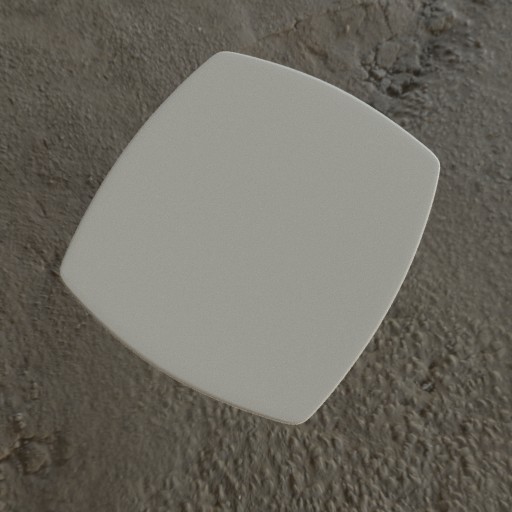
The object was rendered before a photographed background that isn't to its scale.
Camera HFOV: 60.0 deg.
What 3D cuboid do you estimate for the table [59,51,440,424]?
[{"bbox_3d":[0.000,0.000,0.851,0.451,0.438,0.502,30,77,8],"label":"table"}]
